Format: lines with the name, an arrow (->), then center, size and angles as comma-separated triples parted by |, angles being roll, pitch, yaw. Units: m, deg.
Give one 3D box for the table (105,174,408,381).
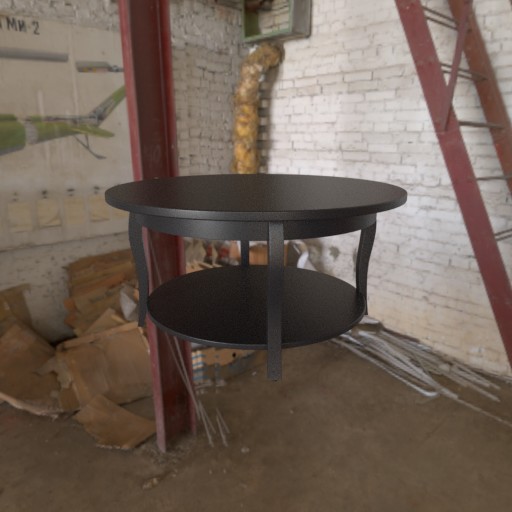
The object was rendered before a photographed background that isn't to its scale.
table -> 0.000, 0.000, 1.468 | 0.914, 0.457, 0.914 | 0, 16, 0
